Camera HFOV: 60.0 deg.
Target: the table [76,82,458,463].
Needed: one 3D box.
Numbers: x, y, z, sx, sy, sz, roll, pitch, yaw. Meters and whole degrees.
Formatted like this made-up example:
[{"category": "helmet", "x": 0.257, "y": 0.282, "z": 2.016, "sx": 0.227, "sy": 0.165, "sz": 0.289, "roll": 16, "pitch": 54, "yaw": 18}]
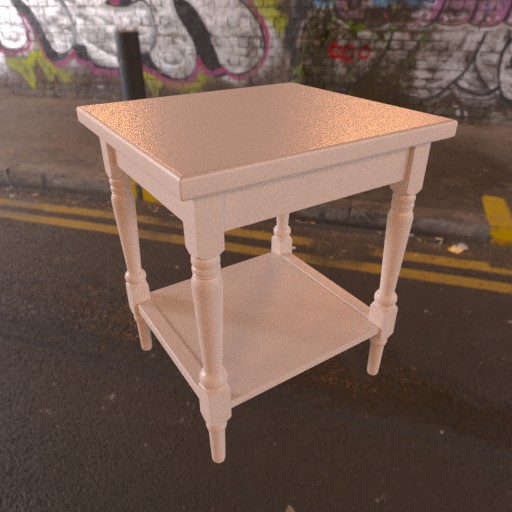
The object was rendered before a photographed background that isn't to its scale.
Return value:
[{"category": "table", "x": 0.000, "y": 0.000, "z": 0.896, "sx": 0.488, "sy": 0.565, "sz": 0.442, "roll": -18, "pitch": 35, "yaw": -28}]
